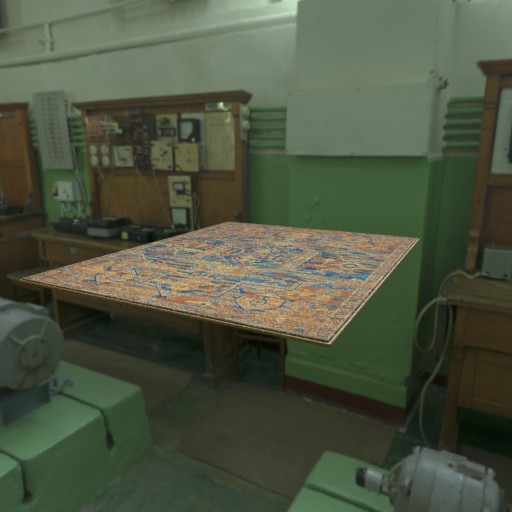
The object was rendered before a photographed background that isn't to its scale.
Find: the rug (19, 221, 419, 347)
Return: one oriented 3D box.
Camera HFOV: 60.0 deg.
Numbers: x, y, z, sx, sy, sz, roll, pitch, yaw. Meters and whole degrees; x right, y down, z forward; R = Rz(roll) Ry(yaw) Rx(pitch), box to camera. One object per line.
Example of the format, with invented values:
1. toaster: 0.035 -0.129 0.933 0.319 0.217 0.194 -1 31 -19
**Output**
1. rug: 0.000 0.000 4.077 2.435 0.031 3.040 7 15 27
